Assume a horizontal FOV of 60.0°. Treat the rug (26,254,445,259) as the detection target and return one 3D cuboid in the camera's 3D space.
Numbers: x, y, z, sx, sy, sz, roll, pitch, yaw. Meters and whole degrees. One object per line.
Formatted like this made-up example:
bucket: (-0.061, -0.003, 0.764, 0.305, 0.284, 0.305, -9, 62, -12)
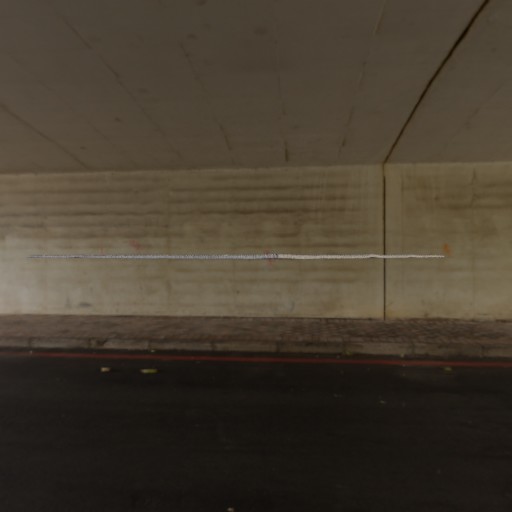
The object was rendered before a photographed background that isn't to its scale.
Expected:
rug: (0.000, 0.000, 0.878, 0.548, 0.006, 0.639, 0, 0, 38)
